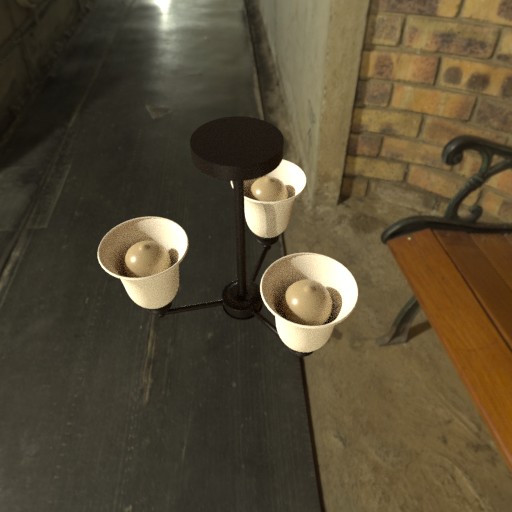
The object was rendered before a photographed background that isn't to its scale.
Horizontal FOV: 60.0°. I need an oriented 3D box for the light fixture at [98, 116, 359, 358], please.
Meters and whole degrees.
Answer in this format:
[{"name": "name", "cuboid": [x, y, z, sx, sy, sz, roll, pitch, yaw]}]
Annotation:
[{"name": "light fixture", "cuboid": [0.000, 0.000, 0.680, 0.388, 0.370, 0.354, -32, 54, -28]}]
